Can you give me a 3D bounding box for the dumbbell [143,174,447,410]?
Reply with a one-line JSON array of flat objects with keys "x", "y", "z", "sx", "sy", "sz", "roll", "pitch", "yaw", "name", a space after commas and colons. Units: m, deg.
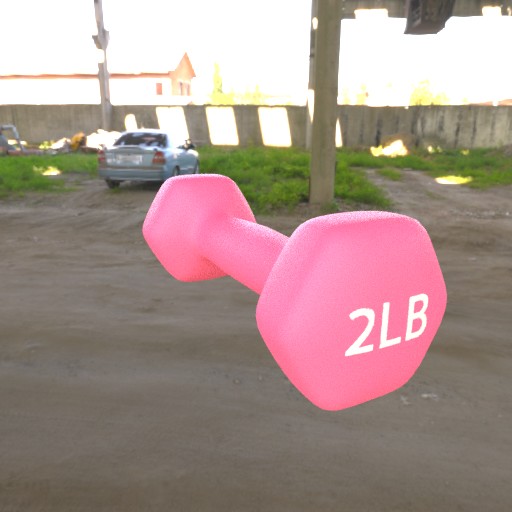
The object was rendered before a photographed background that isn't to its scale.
[{"x": 0.000, "y": 0.000, "z": 0.174, "sx": 0.058, "sy": 0.053, "sz": 0.146, "roll": -8, "pitch": 18, "yaw": -26, "name": "dumbbell"}]
